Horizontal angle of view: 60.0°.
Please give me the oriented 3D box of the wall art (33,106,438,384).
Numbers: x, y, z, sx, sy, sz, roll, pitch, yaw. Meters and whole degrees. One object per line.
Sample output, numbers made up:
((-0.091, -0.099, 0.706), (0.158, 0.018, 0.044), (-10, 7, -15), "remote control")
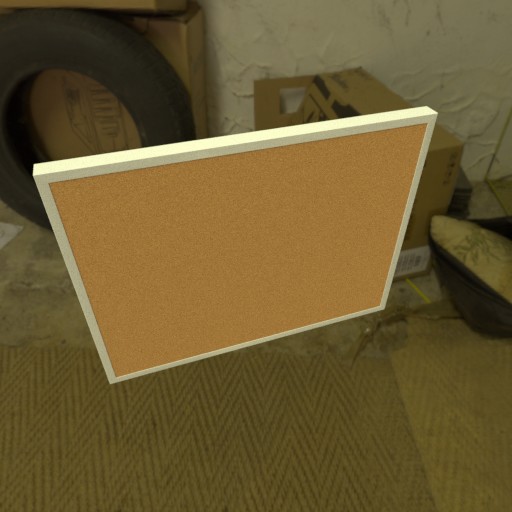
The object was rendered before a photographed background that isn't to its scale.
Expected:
((0.000, 0.000, 1.364), (1.041, 0.787, 0.053), (-12, 42, -14), "wall art")
